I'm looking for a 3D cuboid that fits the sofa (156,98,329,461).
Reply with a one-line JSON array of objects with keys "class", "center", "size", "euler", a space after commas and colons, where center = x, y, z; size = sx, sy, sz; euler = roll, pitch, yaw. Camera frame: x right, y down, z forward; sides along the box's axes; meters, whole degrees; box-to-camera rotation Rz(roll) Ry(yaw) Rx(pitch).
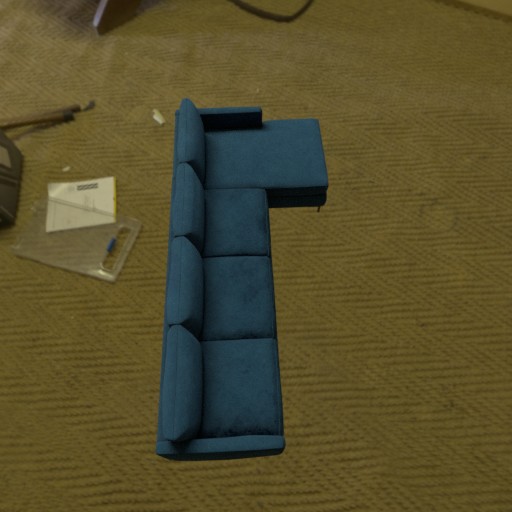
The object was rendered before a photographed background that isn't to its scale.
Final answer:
[{"class": "sofa", "center": [0.000, 0.000, 3.528], "size": [1.350, 0.810, 2.932], "euler": [-2, 62, -1]}]
